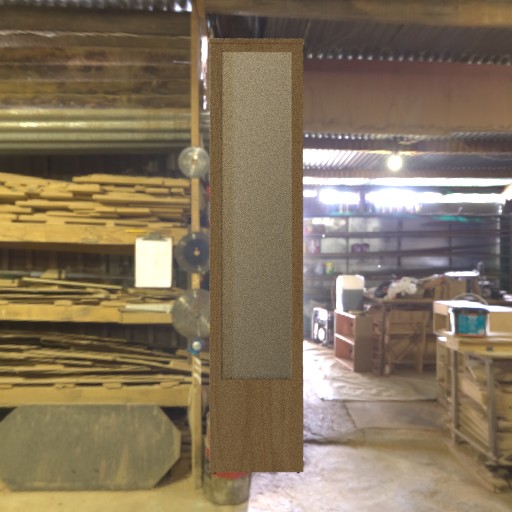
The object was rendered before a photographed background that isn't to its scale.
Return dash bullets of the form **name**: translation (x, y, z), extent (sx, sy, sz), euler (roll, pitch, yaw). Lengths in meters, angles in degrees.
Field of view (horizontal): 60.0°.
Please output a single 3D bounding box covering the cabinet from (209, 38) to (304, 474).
- **cabinet**: translation (0.000, 0.000, 2.078), extent (0.411, 1.879, 0.338), euler (0, -1, -1)
